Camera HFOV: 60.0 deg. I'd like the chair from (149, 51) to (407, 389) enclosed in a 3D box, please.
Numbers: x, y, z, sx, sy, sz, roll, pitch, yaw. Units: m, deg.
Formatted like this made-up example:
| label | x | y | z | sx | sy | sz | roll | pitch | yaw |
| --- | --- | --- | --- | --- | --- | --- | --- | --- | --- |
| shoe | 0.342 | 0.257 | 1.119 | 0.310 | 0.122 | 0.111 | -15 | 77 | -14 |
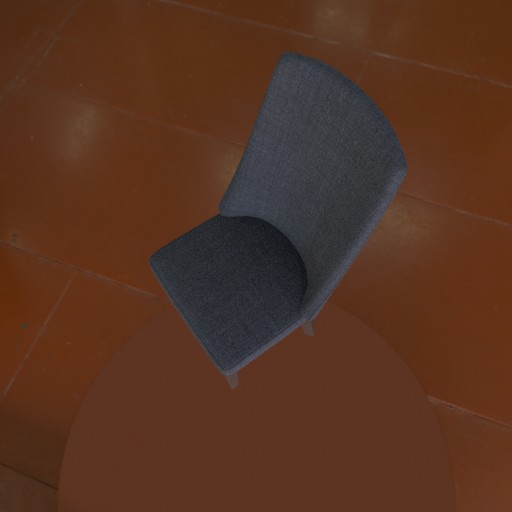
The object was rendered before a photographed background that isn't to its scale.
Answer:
| label | x | y | z | sx | sy | sz | roll | pitch | yaw |
| --- | --- | --- | --- | --- | --- | --- | --- | --- | --- |
| chair | 0.000 | 0.000 | 1.385 | 0.577 | 1.050 | 0.510 | -33 | 69 | -14 |
